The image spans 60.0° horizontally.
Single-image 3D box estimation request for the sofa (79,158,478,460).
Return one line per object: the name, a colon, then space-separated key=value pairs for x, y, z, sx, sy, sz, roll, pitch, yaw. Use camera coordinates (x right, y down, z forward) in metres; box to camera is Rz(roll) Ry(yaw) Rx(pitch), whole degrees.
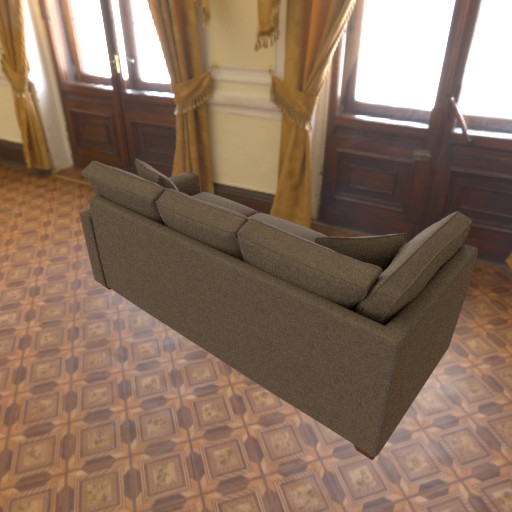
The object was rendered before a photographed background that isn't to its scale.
sofa: x=0.000 y=0.000 z=2.813 sx=2.317 sy=0.962 sz=1.061 roll=24 pitch=38 yaw=34
